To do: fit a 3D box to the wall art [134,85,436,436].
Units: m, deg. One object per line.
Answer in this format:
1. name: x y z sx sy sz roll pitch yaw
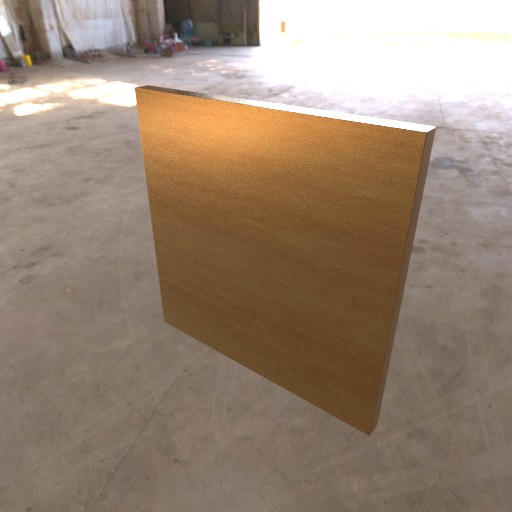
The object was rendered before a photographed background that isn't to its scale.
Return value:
1. wall art: 0.000 0.000 0.456 0.302 0.302 0.019 21 36 32
